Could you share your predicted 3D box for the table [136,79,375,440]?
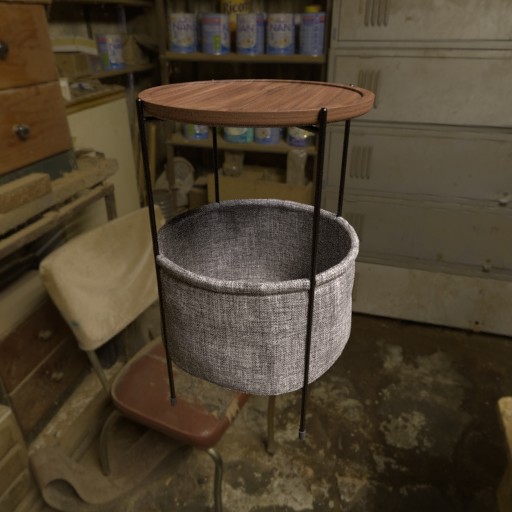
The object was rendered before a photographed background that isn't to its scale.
[{"bbox_3d":[0.000,0.000,0.885,0.400,0.623,0.400,9,29,16],"label":"table"}]
